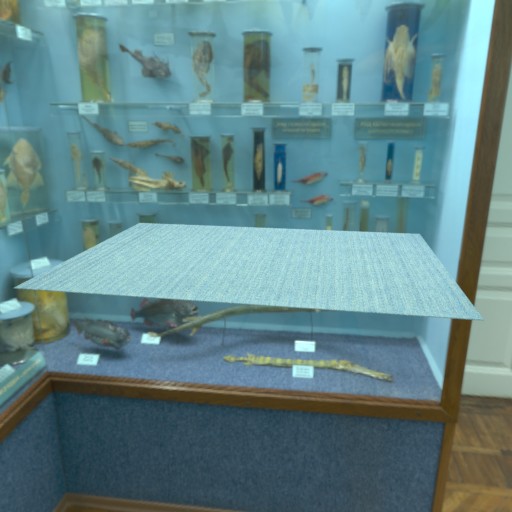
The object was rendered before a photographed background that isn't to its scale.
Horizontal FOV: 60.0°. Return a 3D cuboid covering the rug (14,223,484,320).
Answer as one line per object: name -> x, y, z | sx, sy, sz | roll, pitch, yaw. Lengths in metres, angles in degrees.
rug -> 0.000, 0.000, 3.617 | 2.895, 0.006, 1.982 | 3, 17, 9
